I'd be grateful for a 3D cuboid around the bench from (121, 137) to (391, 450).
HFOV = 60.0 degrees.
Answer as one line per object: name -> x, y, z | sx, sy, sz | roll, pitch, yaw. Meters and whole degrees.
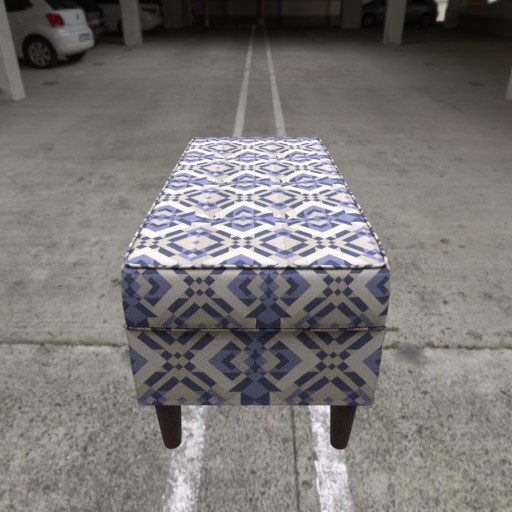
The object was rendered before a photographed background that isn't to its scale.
bench -> 0.000, 0.000, 1.297 | 0.492, 0.477, 1.016 | 0, 27, 0
